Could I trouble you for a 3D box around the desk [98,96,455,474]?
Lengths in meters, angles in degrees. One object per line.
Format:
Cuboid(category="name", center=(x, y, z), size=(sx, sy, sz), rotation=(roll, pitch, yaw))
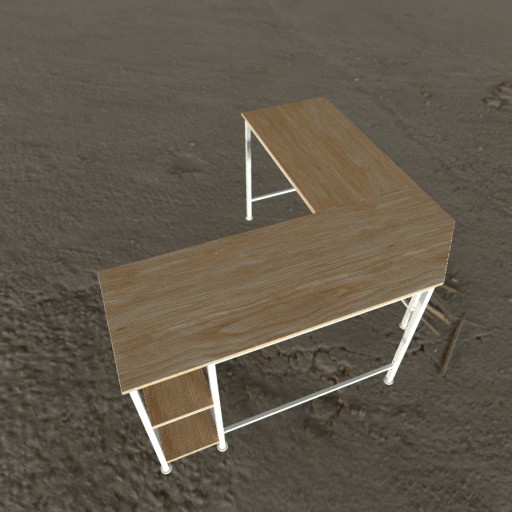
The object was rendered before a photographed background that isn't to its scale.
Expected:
Cuboid(category="desk", center=(0.000, 0.000, 2.161), size=(1.379, 0.739, 1.379), rotation=(-16, 49, -15))
